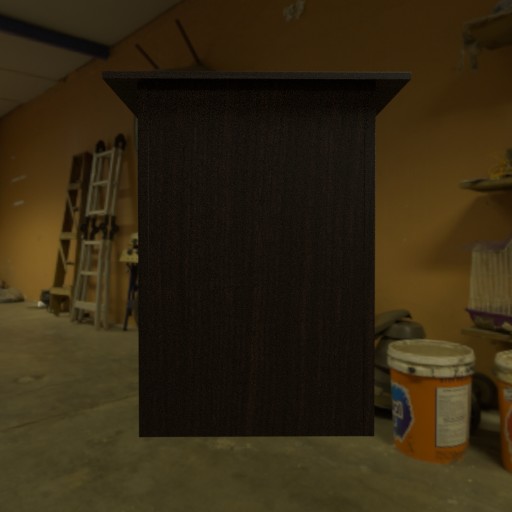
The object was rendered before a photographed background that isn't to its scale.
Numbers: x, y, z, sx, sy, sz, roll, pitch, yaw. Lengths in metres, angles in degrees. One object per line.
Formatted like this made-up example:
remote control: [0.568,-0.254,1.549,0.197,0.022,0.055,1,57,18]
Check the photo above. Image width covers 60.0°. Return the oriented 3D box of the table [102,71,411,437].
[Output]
table: [0.000,0.000,1.056,0.591,0.711,0.406,0,1,-1]
